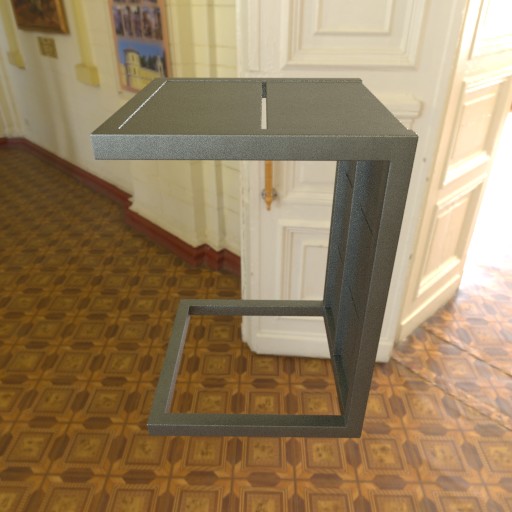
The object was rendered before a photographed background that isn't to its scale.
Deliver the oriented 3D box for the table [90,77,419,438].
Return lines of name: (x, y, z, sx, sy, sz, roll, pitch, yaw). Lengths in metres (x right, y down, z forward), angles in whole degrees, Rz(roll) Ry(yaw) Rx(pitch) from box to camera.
table: (0.000, 0.000, 0.895, 0.420, 0.609, 0.405, 0, 32, 1)
